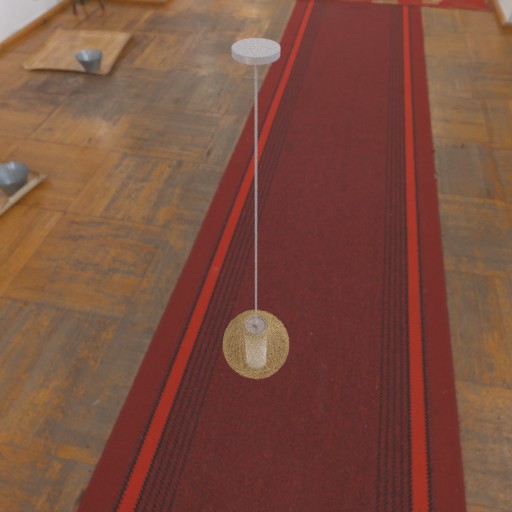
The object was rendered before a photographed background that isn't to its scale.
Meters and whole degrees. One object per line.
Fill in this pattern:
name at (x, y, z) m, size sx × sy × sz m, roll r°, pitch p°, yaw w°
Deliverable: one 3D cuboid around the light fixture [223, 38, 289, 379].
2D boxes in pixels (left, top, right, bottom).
light fixture at (0.000, 0.000, 2.143) m, size 0.407 × 1.955 × 0.406 m, roll -25°, pitch 51°, yaw -22°
